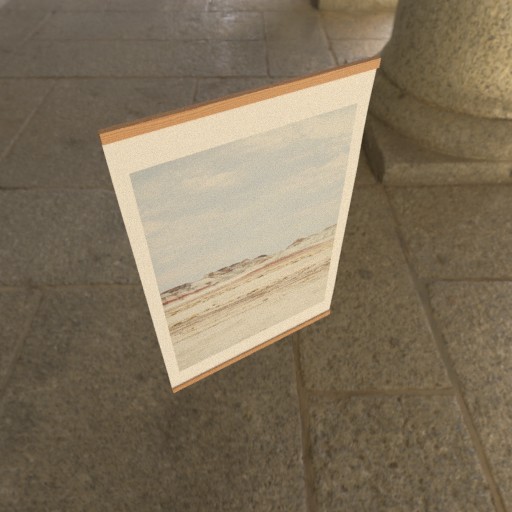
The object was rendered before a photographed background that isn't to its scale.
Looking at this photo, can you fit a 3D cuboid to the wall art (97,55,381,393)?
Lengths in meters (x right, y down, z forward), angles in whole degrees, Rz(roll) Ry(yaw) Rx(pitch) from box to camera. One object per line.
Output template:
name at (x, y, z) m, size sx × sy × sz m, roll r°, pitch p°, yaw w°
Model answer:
wall art at (0.000, 0.000, 1.953) m, size 1.011 × 1.521 × 0.025 m, roll -23°, pitch 50°, yaw -20°
